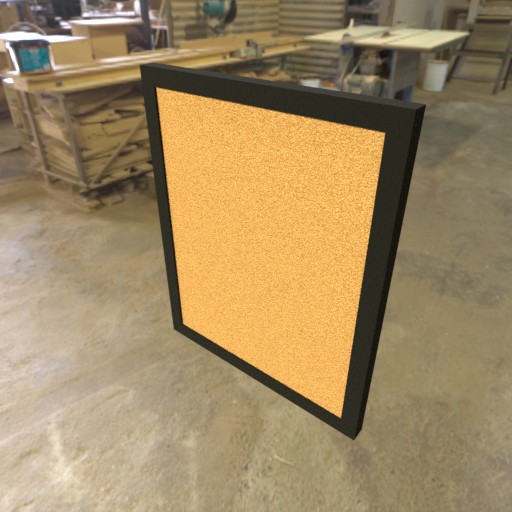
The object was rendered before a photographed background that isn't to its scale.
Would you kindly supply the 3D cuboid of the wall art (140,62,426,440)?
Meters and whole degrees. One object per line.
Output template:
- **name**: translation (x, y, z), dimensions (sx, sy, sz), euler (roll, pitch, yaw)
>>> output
- **wall art**: translation (0.000, 0.000, 0.748), dimensions (0.457, 0.559, 0.029), euler (23, 39, 32)
